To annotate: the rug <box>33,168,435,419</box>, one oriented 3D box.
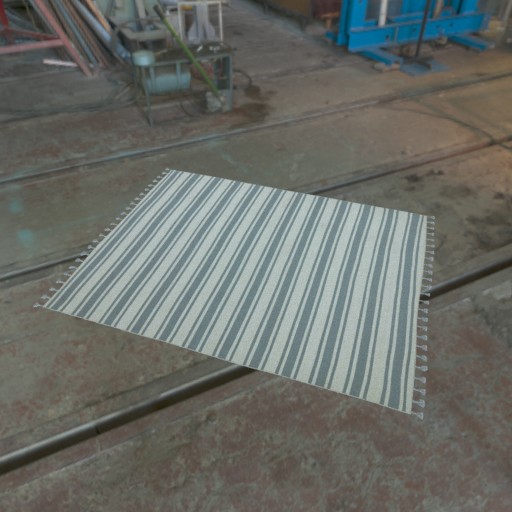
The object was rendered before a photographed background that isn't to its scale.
[{"bbox_3d":[0.000,0.000,4.213,3.201,0.005,2.439,13,42,14],"label":"rug"}]
